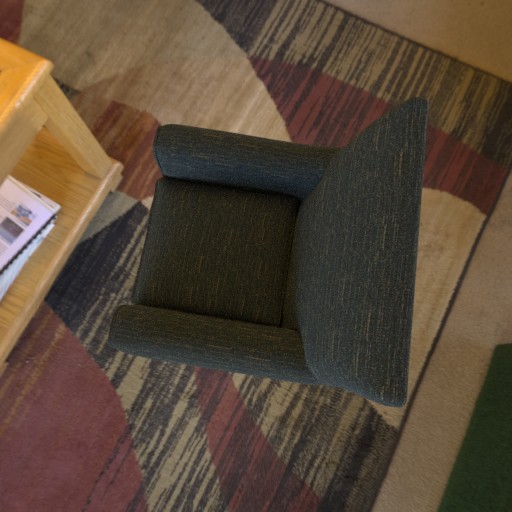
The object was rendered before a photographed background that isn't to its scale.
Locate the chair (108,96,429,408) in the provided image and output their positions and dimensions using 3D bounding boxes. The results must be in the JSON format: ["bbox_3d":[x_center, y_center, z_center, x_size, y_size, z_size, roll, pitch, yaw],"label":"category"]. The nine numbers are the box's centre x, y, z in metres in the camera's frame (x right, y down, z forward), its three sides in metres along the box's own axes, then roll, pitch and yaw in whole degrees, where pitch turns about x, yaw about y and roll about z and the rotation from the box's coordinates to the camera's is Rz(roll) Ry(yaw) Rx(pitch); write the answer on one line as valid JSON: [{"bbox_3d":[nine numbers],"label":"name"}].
[{"bbox_3d":[0.000,0.000,1.628,0.873,0.928,0.864,9,76,2],"label":"chair"}]
